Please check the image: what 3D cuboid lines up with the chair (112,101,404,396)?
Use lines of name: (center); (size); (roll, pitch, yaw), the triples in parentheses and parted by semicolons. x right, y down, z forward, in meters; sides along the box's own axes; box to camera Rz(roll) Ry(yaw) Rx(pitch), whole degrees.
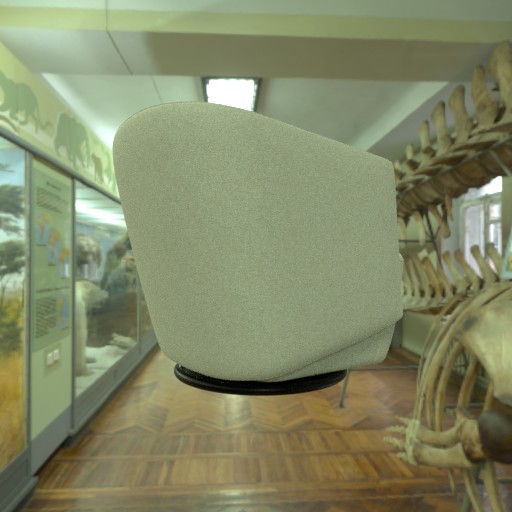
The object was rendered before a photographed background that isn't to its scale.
chair: (0.000, 0.000, 1.652); (0.986, 0.861, 0.822); (0, -1, -34)
